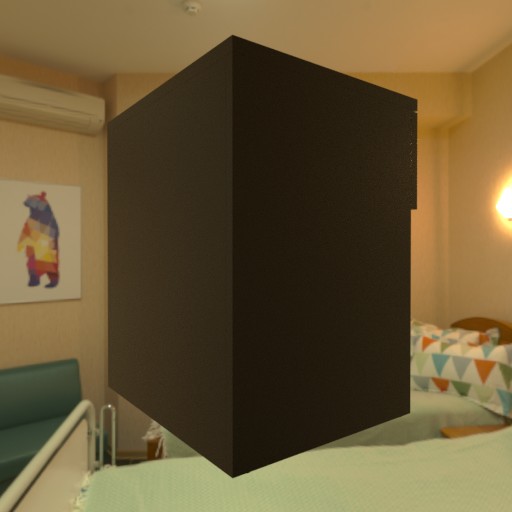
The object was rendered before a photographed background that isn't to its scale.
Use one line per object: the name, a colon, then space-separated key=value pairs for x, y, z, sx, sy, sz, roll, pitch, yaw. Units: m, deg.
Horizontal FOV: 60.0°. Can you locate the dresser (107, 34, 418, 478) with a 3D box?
dresser: x=0.000 y=0.000 z=0.735 sx=0.360 sy=0.470 sz=0.400 roll=0 pitch=1 yaw=-37
